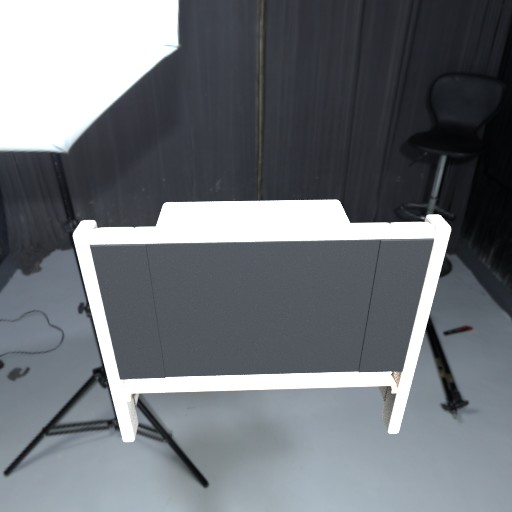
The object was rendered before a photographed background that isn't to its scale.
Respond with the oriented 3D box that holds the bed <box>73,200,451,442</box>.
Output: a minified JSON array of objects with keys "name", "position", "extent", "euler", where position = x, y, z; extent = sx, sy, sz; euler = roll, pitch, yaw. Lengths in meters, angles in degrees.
[{"name":"bed","position":[0.000,0.000,3.807],"extent":[2.045,1.743,2.370],"euler":[-1,31,-2]}]
